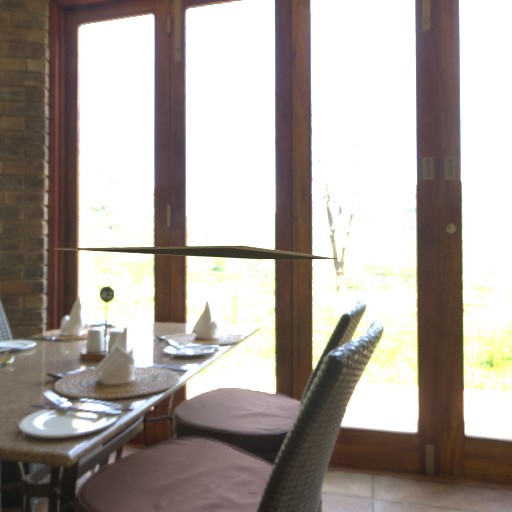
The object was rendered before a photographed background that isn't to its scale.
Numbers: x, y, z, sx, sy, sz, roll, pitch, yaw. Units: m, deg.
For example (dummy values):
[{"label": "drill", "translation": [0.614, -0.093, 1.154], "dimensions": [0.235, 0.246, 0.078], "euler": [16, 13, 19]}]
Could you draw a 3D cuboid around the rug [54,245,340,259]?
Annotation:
[{"label": "rug", "translation": [0.000, 0.000, 2.575], "dimensions": [0.688, 0.005, 2.437], "euler": [0, -1, 17]}]
